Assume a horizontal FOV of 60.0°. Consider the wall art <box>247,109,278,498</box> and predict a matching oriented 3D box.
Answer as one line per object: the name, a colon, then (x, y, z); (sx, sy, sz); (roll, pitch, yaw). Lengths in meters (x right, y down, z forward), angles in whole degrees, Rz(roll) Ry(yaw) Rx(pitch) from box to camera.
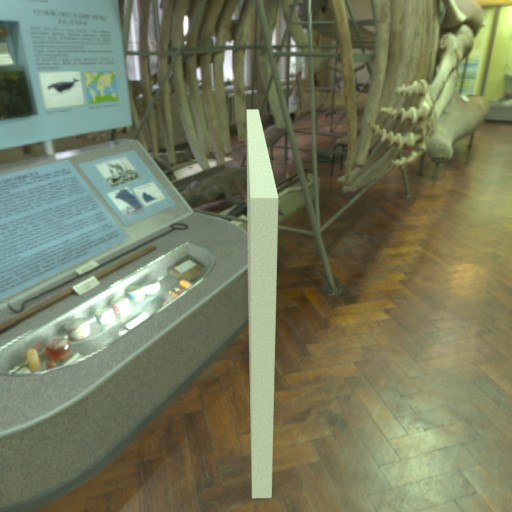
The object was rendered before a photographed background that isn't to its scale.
wall art: (0.000, 0.000, 1.144); (0.038, 0.609, 0.914); (-1, 25, -1)
